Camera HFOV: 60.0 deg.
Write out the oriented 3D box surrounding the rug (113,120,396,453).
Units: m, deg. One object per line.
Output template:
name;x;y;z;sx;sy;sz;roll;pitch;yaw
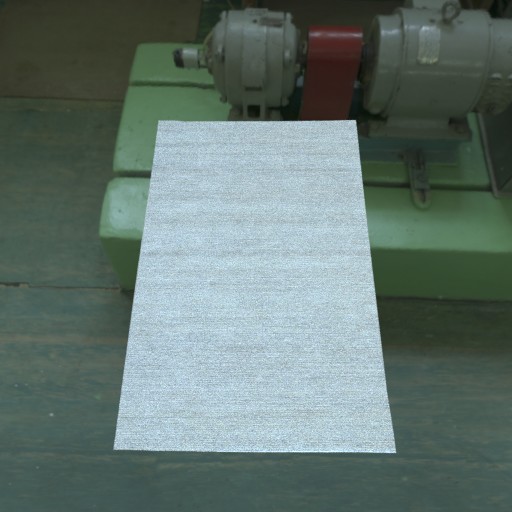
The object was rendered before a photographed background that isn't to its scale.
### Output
rug;0.000;0.000;2.241;1.179;0.022;1.820;0;64;0
